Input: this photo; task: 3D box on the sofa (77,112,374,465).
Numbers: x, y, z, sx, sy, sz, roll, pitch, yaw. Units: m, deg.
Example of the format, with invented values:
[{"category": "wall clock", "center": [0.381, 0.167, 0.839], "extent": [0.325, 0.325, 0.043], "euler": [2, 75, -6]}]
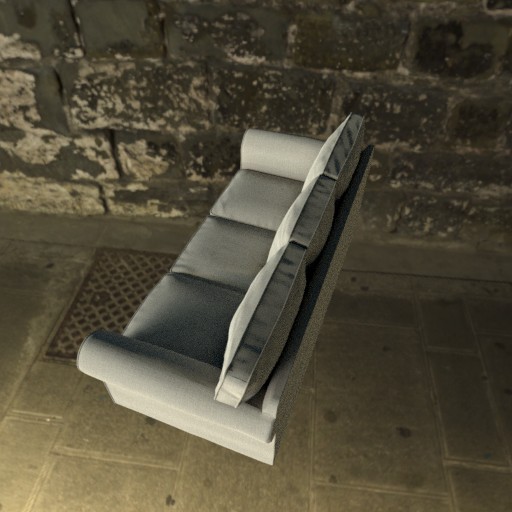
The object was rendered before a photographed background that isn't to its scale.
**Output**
[{"category": "sofa", "center": [0.000, 0.000, 2.576], "extent": [0.916, 0.961, 2.084], "euler": [16, 48, 15]}]
